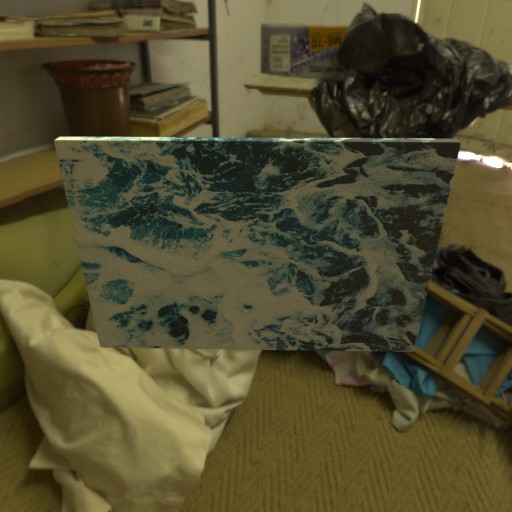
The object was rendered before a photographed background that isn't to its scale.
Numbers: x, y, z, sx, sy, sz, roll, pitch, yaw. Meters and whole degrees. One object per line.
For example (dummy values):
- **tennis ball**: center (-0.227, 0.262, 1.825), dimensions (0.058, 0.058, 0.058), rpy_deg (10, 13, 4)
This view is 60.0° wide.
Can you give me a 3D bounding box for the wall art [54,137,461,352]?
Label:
- **wall art**: center (0.000, 0.000, 1.929), dimensions (1.524, 1.017, 0.055), rpy_deg (1, 29, 1)
